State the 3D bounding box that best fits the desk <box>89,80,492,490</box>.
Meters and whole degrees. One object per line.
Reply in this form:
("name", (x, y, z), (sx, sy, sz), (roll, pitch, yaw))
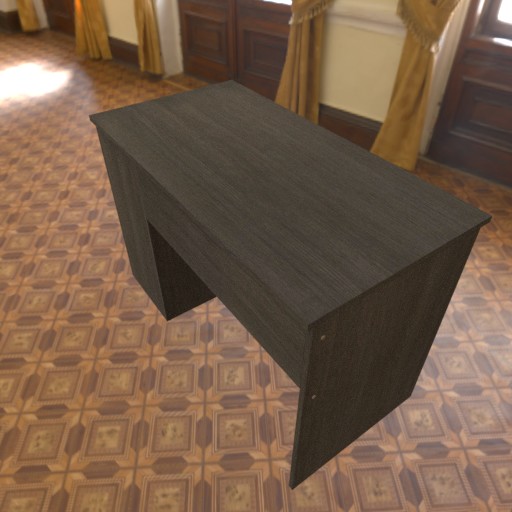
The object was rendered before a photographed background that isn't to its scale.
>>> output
("desk", (0.000, 0.000, 1.473), (0.560, 0.730, 1.096), (-25, 47, -26))
